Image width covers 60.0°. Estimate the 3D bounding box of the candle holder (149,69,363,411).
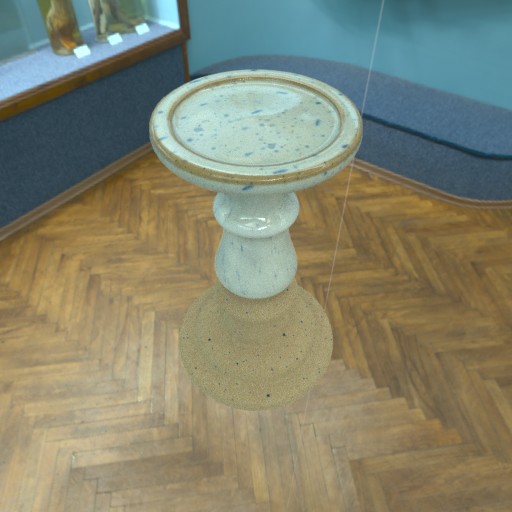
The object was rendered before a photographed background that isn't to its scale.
[{"bbox_3d":[0.000,0.000,0.289,0.123,0.202,0.123,0,47,0],"label":"candle holder"}]
